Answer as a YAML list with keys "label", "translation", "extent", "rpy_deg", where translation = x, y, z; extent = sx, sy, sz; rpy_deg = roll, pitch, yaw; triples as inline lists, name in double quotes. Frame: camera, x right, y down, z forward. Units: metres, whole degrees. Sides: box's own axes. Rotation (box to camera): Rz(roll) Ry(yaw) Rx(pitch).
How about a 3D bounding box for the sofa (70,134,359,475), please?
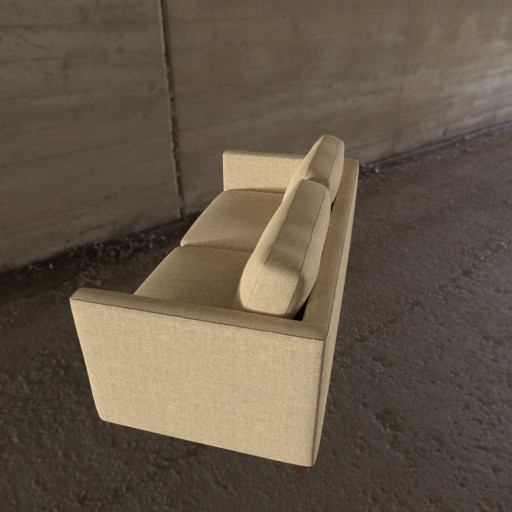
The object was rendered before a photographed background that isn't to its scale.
- label: "sofa"
  translation: [0.000, 0.000, 2.381]
  extent: [0.950, 0.963, 1.884]
  rpy_deg: [7, 31, 12]
